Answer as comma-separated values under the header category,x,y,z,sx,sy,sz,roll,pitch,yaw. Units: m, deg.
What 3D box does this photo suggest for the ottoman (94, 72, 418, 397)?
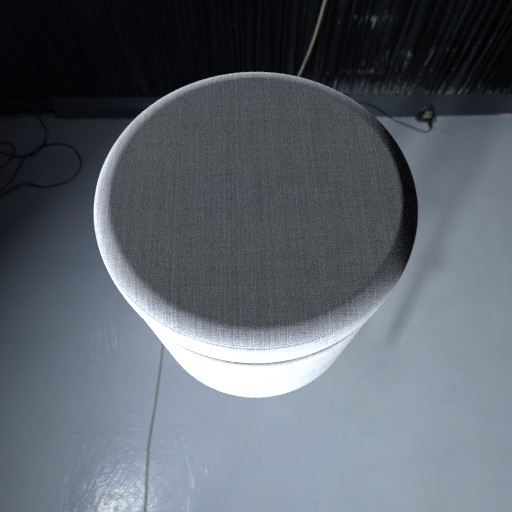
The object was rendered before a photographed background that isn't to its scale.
category,x,y,z,sx,sy,sz,roll,pitch,yaw
ottoman,0.000,0.000,0.719,0.400,0.406,0.400,0,65,0
